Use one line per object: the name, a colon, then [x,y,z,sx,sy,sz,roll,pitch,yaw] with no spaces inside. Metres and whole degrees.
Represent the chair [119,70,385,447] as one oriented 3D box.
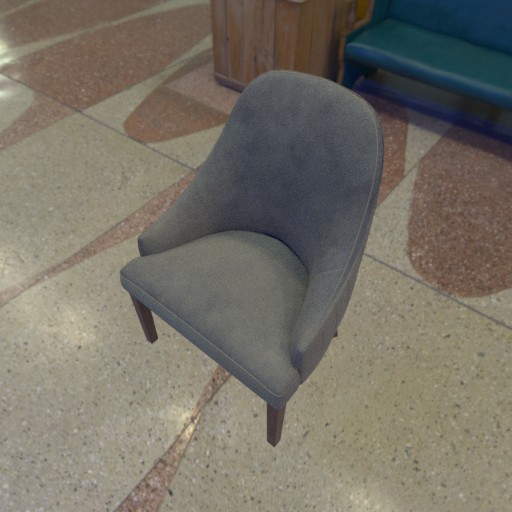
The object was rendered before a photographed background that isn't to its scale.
chair: [0.000,0.000,1.318,0.643,0.889,0.575,32,55,26]
